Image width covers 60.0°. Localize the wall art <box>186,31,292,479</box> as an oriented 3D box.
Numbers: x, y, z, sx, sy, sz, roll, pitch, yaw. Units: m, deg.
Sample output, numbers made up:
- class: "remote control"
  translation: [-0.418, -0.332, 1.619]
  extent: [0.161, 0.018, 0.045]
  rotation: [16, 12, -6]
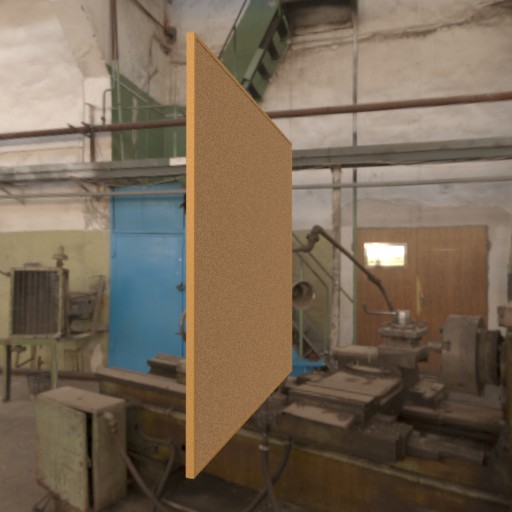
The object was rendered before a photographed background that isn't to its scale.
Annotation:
- class: "wall art"
  translation: [0.000, 0.000, 0.965]
  extent: [0.014, 0.655, 0.657]
  rotation: [0, 0, 17]
